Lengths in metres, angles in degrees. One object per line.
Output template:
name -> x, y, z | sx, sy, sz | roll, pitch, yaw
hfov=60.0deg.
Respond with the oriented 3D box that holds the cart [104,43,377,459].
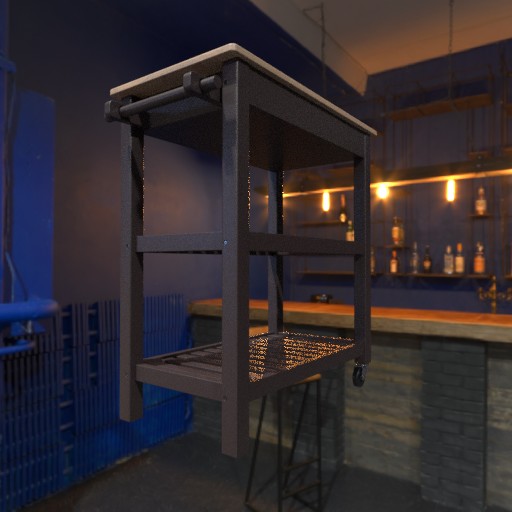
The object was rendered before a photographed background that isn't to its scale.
cart -> 0.000, 0.000, 1.415 | 0.457, 0.927, 0.899 | -1, -1, 37
